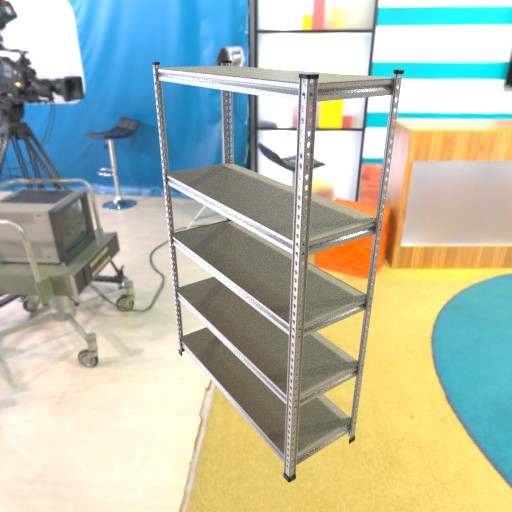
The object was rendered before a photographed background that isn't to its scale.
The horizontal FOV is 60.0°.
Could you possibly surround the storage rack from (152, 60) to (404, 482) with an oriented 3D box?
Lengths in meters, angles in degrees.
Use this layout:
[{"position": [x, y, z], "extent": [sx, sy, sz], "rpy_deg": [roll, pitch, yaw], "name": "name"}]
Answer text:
[{"position": [0.000, 0.000, 2.312], "extent": [0.457, 1.829, 1.219], "rpy_deg": [-17, 30, -31], "name": "storage rack"}]
